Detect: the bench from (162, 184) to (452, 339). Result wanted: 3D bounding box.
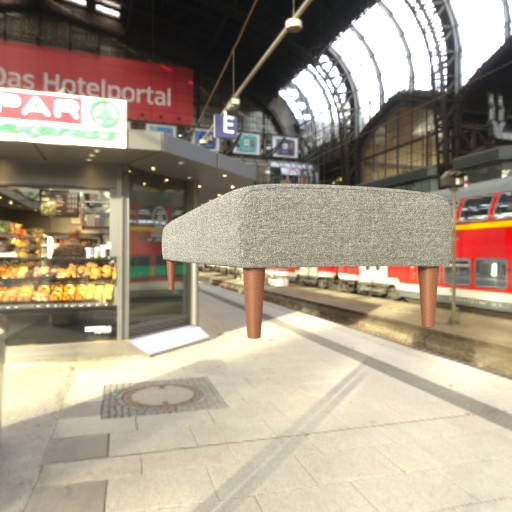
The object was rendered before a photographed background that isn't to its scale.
[{"bbox_3d":[0.000,0.000,1.856,0.631,0.384,1.598,0,0,-18],"label":"bench"}]
